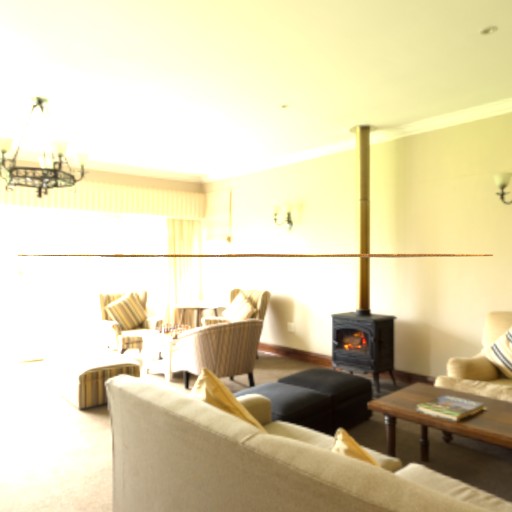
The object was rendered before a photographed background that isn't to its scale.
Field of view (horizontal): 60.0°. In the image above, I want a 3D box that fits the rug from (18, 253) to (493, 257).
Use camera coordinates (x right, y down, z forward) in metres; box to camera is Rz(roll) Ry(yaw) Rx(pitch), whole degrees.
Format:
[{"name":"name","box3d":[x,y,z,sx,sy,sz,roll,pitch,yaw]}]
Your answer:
[{"name":"rug","box3d":[0.000,0.000,2.722,2.135,0.013,1.524,0,0,0]}]
